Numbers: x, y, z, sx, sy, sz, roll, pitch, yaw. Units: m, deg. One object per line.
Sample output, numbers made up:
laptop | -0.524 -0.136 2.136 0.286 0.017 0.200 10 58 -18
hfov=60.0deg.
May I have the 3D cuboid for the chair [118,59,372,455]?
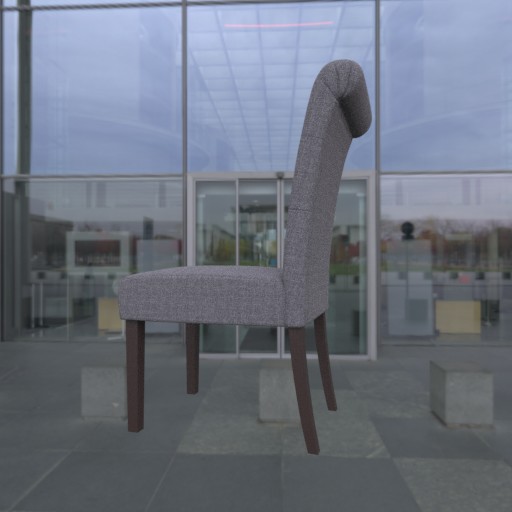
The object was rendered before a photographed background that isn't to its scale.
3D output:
chair | 0.000 0.000 1.362 0.671 1.006 0.456 0 0 18
